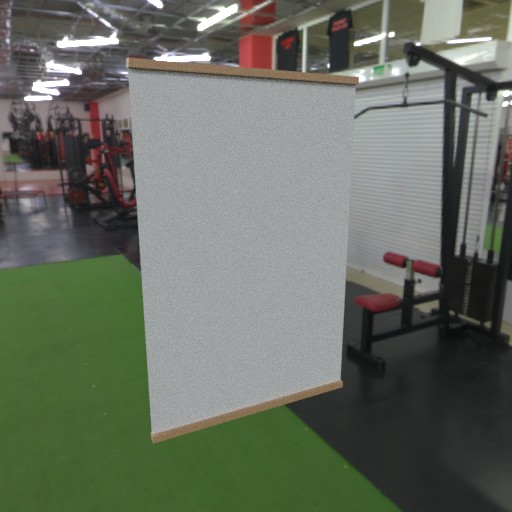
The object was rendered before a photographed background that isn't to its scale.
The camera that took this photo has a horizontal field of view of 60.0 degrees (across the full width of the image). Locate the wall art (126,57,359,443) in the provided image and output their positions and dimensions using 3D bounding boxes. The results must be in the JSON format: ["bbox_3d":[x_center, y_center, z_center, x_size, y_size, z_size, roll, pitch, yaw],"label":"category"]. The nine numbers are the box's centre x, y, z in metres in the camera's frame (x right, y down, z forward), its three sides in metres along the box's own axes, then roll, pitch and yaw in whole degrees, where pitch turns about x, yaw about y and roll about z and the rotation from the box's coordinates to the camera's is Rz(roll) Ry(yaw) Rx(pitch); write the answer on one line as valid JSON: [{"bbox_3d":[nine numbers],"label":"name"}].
[{"bbox_3d":[0.000,0.000,0.649,0.335,0.510,0.013,-7,16,-26],"label":"wall art"}]
